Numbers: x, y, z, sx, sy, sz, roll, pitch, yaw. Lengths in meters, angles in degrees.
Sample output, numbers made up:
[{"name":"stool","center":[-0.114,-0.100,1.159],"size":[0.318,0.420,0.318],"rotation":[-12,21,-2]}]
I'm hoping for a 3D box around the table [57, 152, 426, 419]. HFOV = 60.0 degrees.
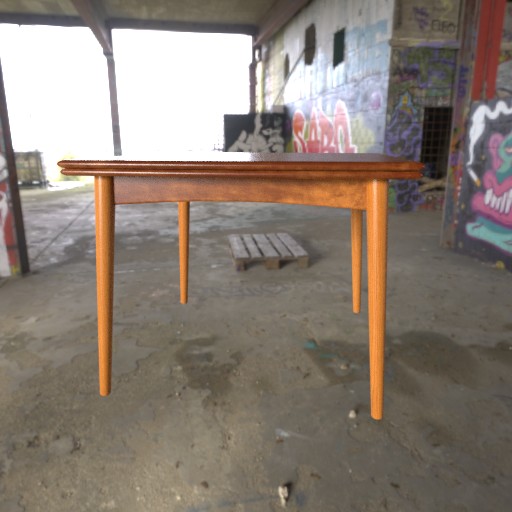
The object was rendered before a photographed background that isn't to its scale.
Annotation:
[{"name":"table","center":[0.000,0.000,1.708],"size":[0.991,0.754,0.991],"rotation":[2,15,8]}]
